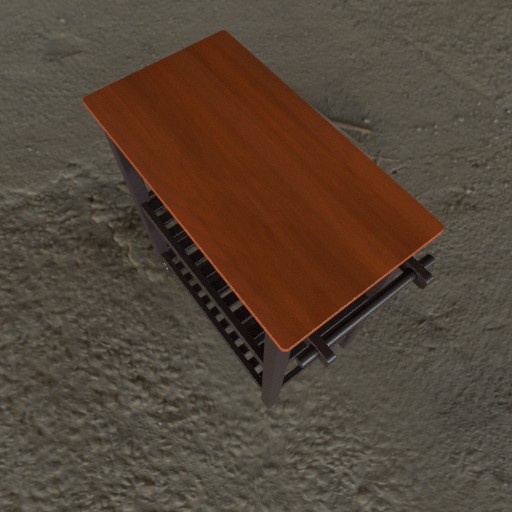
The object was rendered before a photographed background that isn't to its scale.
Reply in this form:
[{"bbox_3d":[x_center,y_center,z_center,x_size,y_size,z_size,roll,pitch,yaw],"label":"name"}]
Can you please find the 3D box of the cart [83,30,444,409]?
[{"bbox_3d":[0.000,0.000,1.457,0.457,0.927,0.899,-34,68,-16],"label":"cart"}]
